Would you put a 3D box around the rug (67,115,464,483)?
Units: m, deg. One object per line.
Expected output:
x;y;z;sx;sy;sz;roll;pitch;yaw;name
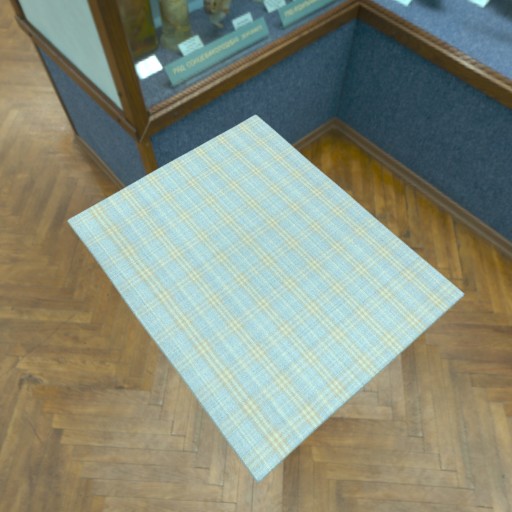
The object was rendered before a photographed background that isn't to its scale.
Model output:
0.000;0.000;4.281;2.462;0.030;3.066;-35;66;-19;rug
